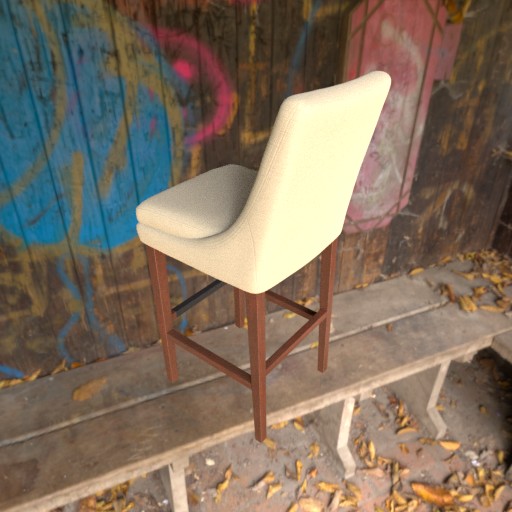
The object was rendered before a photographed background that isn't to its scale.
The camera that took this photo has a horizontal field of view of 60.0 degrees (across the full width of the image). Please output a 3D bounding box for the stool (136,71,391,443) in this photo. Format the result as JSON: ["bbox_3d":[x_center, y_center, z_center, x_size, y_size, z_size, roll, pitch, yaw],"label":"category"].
[{"bbox_3d":[0.000,0.000,1.380,0.577,1.078,0.470,22,38,32],"label":"stool"}]
